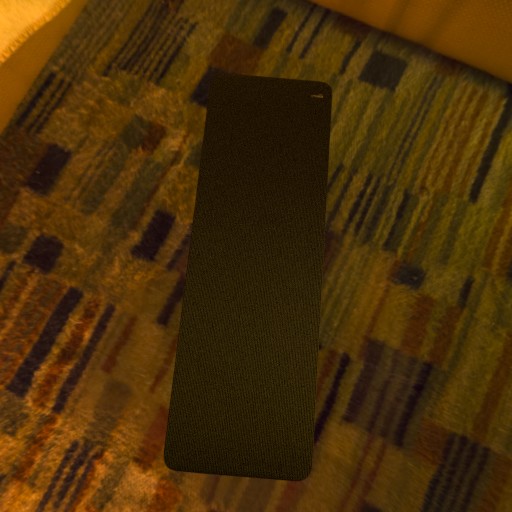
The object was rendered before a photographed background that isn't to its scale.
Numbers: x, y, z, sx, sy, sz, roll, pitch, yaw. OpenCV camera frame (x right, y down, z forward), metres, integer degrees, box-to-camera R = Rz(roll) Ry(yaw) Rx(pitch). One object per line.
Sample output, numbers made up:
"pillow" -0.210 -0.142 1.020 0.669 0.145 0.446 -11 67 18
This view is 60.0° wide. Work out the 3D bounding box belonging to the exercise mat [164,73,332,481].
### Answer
"exercise mat" 0.000 0.000 2.032 0.616 0.021 1.869 5 77 1
